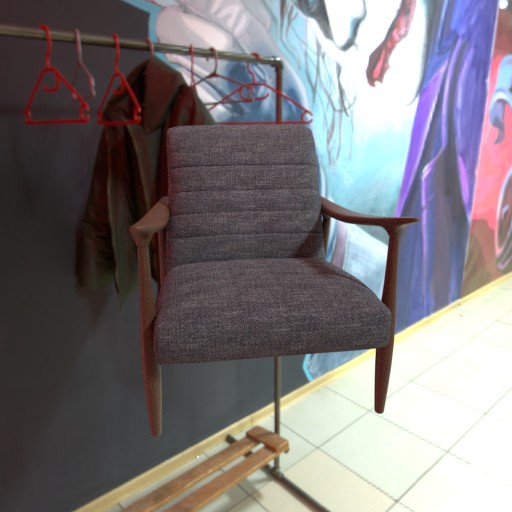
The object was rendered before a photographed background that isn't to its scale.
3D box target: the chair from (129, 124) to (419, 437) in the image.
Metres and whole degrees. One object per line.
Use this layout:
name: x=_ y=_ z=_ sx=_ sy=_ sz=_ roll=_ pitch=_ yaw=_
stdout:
chair: x=0.000 y=0.000 z=1.449 sx=0.741 sy=0.832 sz=0.798 roll=-2 pitch=16 yaw=-9
